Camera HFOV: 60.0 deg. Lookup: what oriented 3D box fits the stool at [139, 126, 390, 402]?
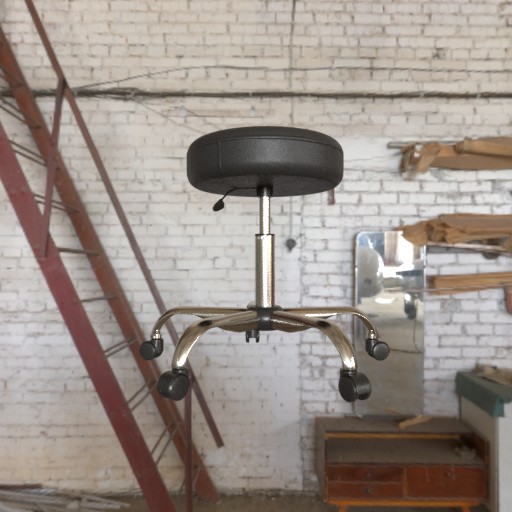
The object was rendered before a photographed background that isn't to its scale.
[{"bbox_3d":[0.000,0.000,1.129,0.673,0.576,0.638,0,0,35],"label":"stool"}]
